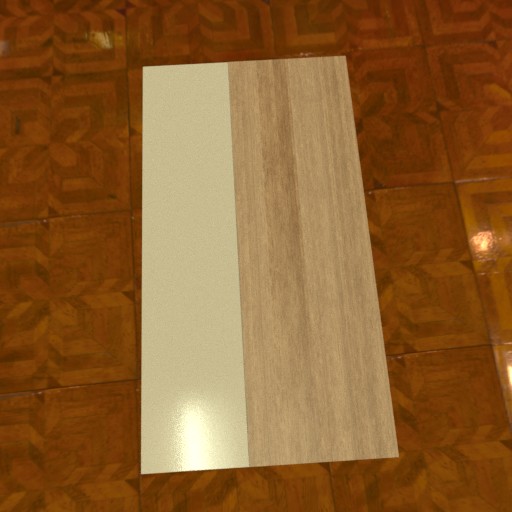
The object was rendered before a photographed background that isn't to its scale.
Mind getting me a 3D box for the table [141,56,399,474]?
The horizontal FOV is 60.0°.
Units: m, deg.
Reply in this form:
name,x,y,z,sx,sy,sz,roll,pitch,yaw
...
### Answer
name,x,y,z,sx,sy,sz,roll,pitch,yaw
table,0.000,0.000,1.337,0.600,0.350,1.100,-3,75,-1
